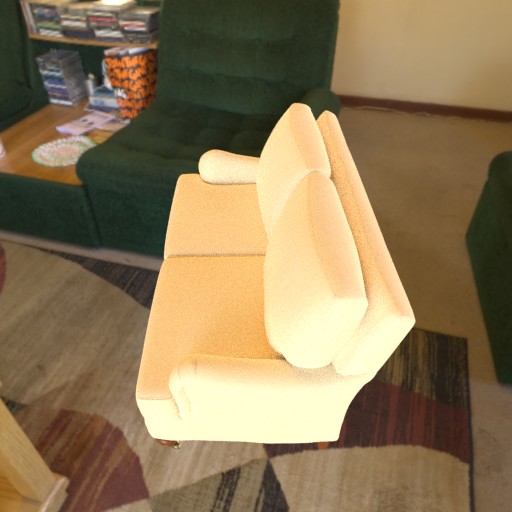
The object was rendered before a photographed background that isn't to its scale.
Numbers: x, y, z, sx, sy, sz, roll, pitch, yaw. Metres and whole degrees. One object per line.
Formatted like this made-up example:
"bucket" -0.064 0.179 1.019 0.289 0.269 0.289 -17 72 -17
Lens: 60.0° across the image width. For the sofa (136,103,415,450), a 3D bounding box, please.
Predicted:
"sofa" 0.000 0.000 2.500 1.084 1.101 1.853 -1 41 -1
